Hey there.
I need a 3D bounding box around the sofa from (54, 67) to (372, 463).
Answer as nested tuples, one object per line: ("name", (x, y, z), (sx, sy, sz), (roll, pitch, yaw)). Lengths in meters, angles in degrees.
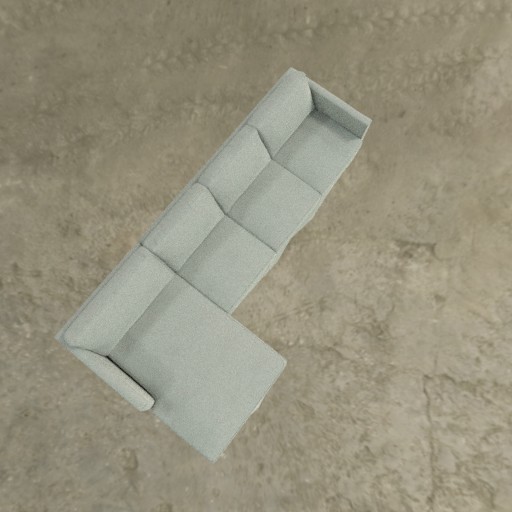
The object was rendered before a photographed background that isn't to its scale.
("sofa", (0.000, 0.000, 3.969), (1.650, 0.922, 3.205), (37, 78, 9))
